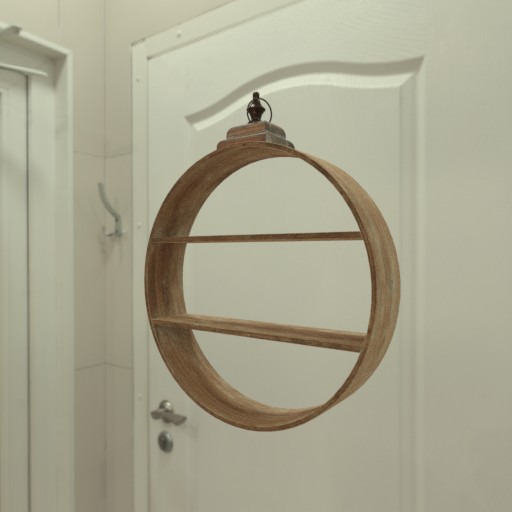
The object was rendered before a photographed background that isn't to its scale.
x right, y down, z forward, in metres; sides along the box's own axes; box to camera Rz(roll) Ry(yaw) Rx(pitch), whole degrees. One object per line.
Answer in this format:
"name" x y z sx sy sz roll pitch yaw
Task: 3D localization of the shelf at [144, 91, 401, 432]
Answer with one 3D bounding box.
"shelf" 0.000 0.000 0.983 0.601 0.725 0.125 0 1 36
